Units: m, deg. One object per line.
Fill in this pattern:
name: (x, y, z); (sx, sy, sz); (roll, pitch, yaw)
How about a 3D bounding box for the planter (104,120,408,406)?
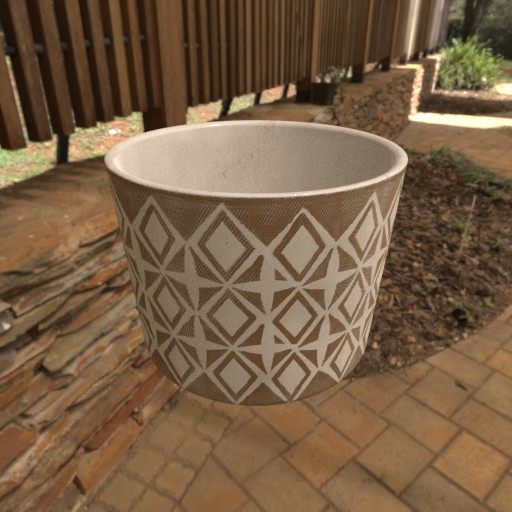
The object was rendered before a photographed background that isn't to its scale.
planter: (0.000, 0.000, 0.446); (0.260, 0.220, 0.260); (0, 27, 0)
